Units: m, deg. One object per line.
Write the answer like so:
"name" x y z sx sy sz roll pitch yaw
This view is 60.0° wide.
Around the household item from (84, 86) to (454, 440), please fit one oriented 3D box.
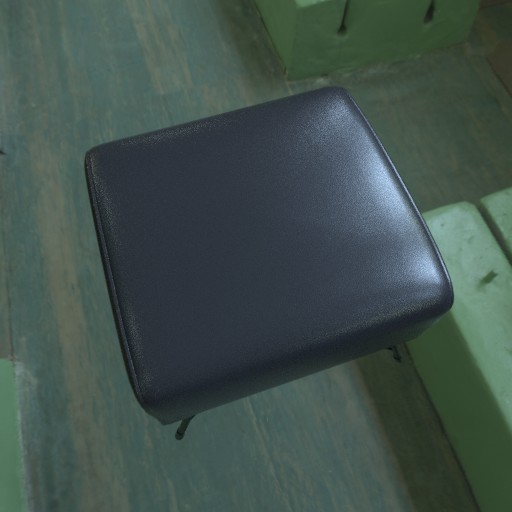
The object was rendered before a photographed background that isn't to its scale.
"household item" 0.000 0.000 0.884 0.530 0.410 0.530 -17 67 -8
